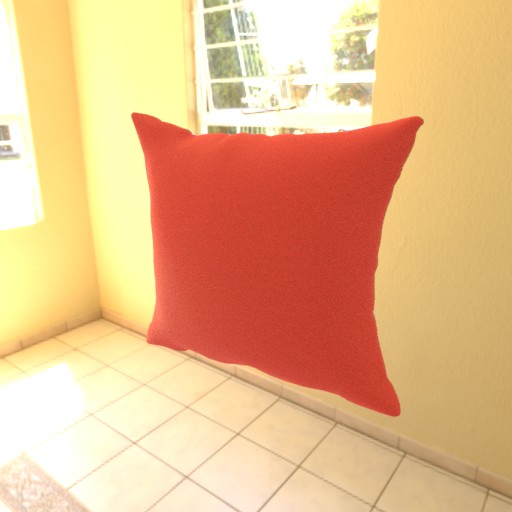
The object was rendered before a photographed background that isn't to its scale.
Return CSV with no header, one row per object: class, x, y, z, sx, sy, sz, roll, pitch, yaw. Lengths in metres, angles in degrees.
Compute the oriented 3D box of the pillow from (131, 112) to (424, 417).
pillow,0.000,0.000,0.811,0.559,0.501,0.229,9,20,26
